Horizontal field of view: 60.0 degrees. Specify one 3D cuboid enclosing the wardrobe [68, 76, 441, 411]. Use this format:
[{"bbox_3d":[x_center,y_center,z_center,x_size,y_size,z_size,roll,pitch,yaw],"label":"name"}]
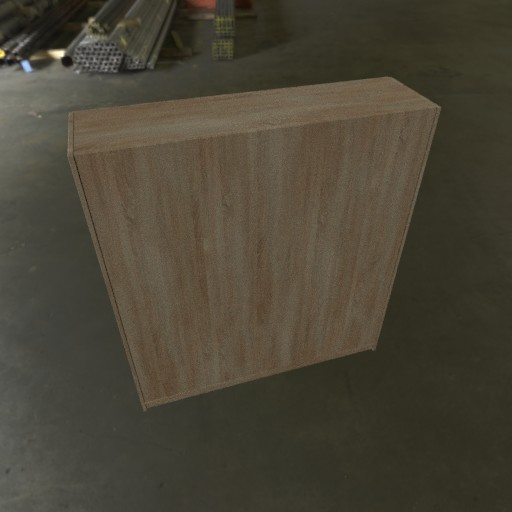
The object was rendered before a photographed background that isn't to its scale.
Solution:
[{"bbox_3d":[0.000,0.000,3.175,1.998,2.159,0.598,-11,41,-13],"label":"wardrobe"}]
